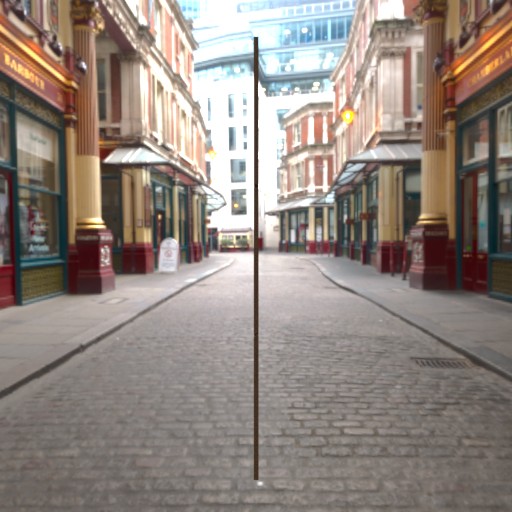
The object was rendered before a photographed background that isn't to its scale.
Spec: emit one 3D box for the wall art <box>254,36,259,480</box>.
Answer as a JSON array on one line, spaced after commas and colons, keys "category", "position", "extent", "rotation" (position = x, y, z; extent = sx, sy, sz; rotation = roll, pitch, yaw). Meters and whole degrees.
[{"category": "wall art", "position": [0.000, 0.000, 2.281], "extent": [0.017, 1.521, 1.527], "rotation": [0, 1, 0]}]
